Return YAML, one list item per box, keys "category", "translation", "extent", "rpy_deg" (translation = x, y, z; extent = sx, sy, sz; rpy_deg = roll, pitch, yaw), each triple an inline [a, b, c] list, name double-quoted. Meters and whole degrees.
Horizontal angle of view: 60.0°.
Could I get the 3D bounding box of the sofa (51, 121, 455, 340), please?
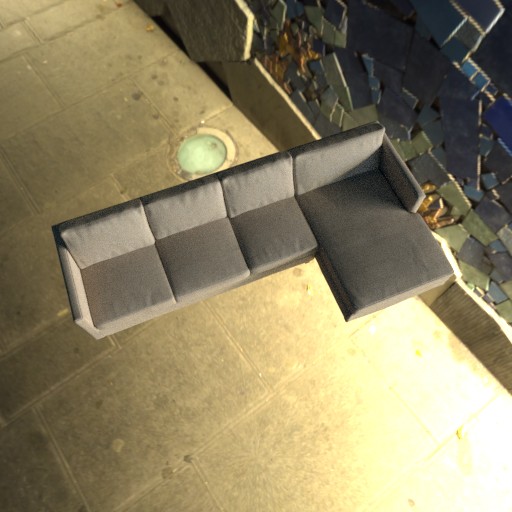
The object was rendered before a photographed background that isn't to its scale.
- category: "sofa"
  translation: [0.000, 0.000, 3.972]
  extent: [3.186, 0.846, 1.625]
  rpy_deg: [-20, 67, -9]
